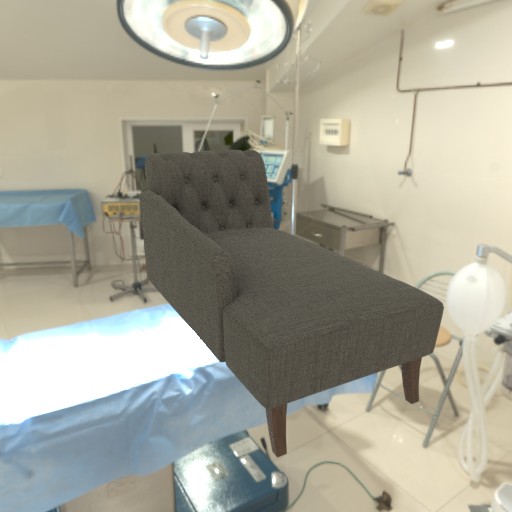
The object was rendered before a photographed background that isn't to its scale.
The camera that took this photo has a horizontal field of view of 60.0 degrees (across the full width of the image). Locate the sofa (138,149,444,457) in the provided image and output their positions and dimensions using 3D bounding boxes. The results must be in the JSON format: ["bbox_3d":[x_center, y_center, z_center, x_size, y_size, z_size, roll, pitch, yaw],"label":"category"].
[{"bbox_3d":[0.000,0.000,1.858,0.675,0.787,1.379,-9,19,-27],"label":"sofa"}]
